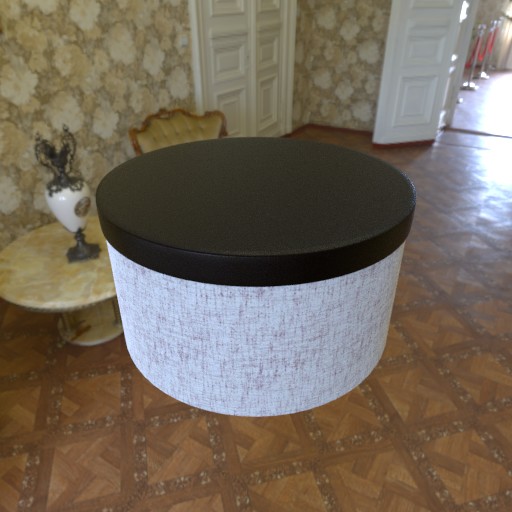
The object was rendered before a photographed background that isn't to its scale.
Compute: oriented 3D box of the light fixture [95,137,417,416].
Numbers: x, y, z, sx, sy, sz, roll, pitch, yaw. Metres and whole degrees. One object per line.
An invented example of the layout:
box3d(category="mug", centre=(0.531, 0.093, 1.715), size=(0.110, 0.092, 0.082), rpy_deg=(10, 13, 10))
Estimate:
box3d(category="light fixture", centre=(0.000, 0.000, 0.619), size=(0.389, 0.229, 0.389), rpy_deg=(0, 30, 0))
